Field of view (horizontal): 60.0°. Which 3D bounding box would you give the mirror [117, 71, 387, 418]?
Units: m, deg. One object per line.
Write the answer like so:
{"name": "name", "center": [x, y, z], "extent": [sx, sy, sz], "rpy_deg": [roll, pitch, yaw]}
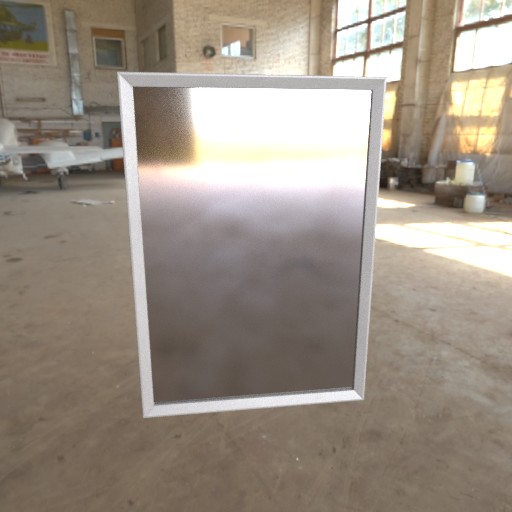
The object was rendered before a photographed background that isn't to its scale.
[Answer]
{"name": "mirror", "center": [0.000, 0.000, 0.935], "extent": [0.507, 0.710, 0.039], "rpy_deg": [-2, 15, -8]}
